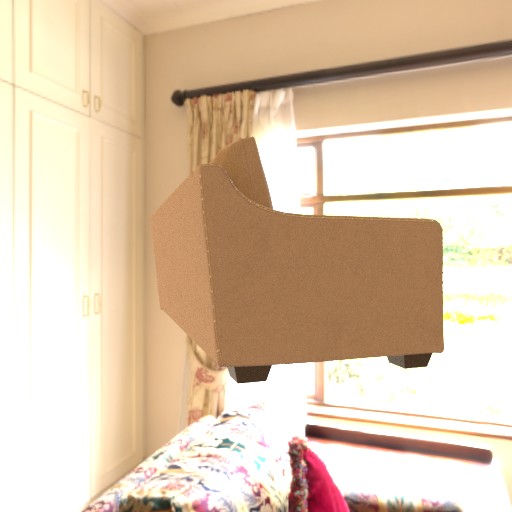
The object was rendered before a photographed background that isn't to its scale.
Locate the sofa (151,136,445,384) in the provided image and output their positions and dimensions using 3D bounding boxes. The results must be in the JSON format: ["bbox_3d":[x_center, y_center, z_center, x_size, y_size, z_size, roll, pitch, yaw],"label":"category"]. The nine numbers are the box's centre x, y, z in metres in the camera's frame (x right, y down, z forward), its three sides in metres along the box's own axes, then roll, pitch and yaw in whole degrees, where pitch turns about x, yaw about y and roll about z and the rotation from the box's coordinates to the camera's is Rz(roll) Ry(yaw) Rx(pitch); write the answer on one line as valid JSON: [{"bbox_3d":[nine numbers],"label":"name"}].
[{"bbox_3d":[0.000,0.000,2.559,1.030,0.901,1.967,0,0,-18],"label":"sofa"}]
